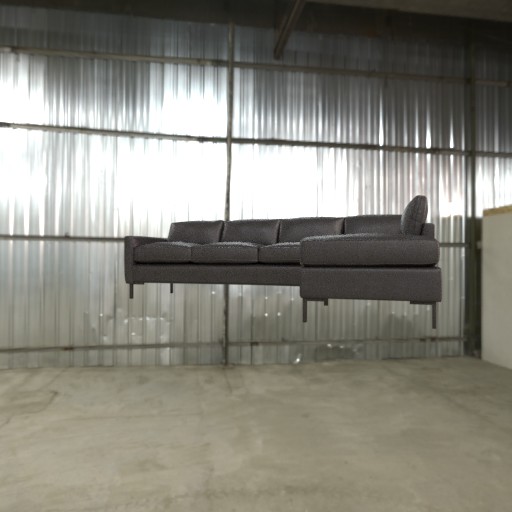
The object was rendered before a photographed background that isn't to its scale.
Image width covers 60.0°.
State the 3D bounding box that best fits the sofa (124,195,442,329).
[{"bbox_3d":[0.000,0.000,3.978,2.984,0.877,1.938,0,0,20],"label":"sofa"}]
